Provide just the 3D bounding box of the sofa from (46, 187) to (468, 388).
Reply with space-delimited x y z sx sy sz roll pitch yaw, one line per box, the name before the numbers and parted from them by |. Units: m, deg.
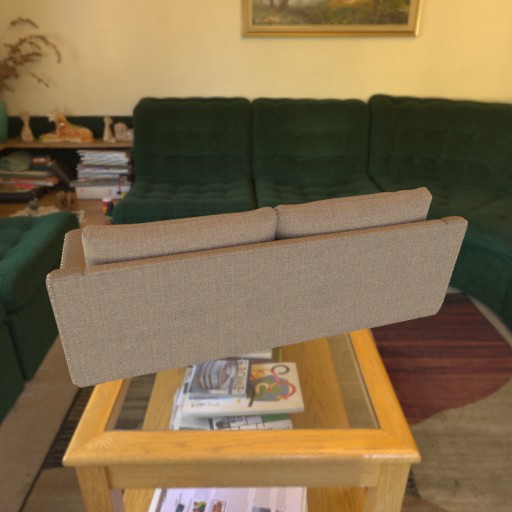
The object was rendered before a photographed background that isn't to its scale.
sofa | 0.000 0.000 2.732 2.208 0.857 1.000 -8 27 -16
